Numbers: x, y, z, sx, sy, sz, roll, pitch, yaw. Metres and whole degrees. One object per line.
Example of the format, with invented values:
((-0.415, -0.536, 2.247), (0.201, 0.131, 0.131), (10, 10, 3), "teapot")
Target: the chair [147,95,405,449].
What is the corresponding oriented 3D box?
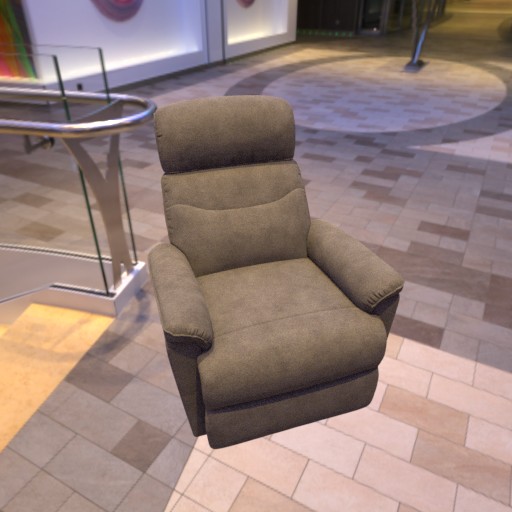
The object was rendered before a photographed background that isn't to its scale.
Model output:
((0.000, 0.000, 1.754), (0.830, 1.036, 1.009), (-10, 34, -15), "chair")
